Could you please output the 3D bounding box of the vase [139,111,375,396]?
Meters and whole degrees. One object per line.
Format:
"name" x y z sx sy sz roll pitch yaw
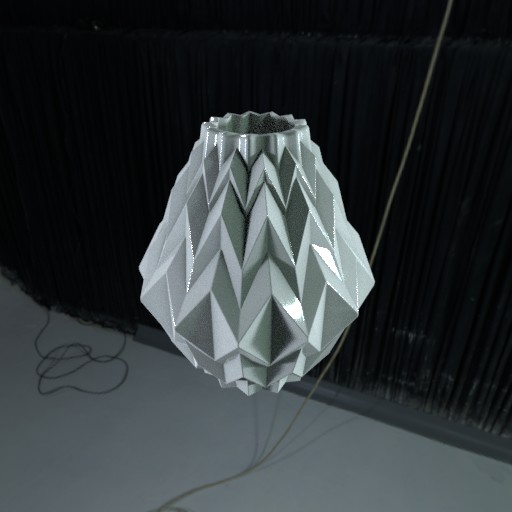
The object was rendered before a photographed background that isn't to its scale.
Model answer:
"vase" 0.000 0.000 0.311 0.164 0.185 0.164 0 30 0
